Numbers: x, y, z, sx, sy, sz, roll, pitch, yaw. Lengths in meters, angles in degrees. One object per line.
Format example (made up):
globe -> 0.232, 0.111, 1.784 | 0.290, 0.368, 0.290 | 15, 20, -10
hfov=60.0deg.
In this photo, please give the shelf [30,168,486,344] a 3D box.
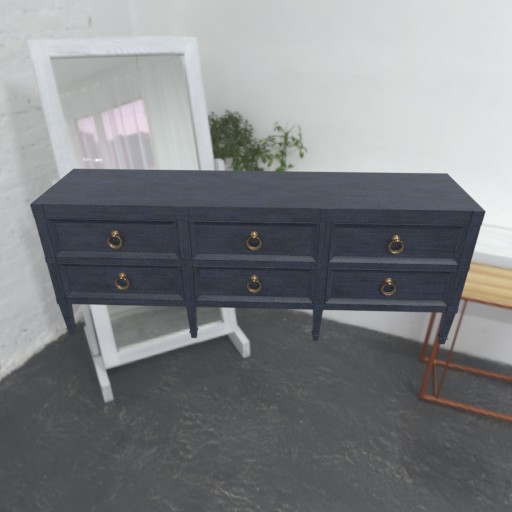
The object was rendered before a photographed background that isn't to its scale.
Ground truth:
shelf -> 0.000, 0.000, 2.200 | 1.878, 0.715, 0.471 | 1, 30, 2
